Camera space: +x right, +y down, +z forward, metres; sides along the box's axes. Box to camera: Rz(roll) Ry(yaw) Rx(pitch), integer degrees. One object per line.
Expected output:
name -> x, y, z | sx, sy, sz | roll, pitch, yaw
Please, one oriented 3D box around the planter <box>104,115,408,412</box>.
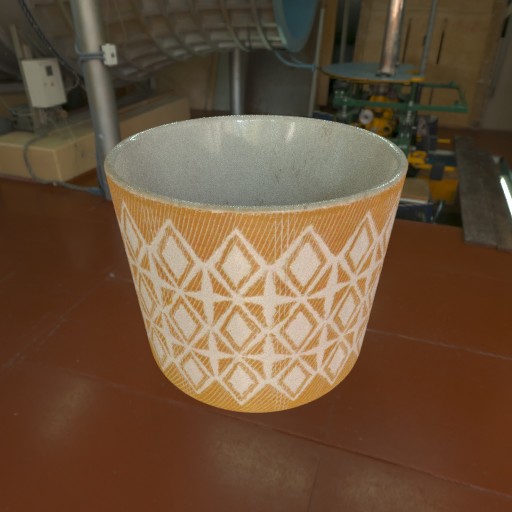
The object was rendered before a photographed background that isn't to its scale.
planter -> 0.000, 0.000, 0.334 | 0.193, 0.165, 0.193 | 0, 31, 0
